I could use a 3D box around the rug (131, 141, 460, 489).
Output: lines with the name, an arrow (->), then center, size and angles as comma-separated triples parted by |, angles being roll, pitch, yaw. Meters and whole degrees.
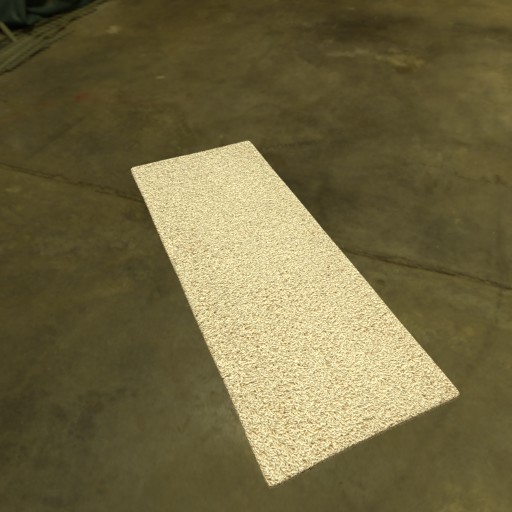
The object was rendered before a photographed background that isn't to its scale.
rug -> 0.000, 0.000, 1.676 | 0.609, 0.030, 1.524 | -18, 48, -17
